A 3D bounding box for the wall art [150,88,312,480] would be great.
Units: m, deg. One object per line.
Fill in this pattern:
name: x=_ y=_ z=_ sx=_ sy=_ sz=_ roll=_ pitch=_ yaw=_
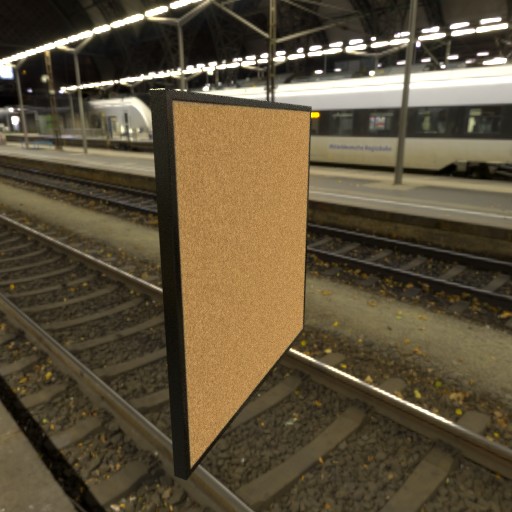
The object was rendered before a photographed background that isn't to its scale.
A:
wall art: x=0.000 y=0.000 z=0.526 sx=0.014 sy=0.349 sz=0.349 roll=7 pitch=18 yaw=23
